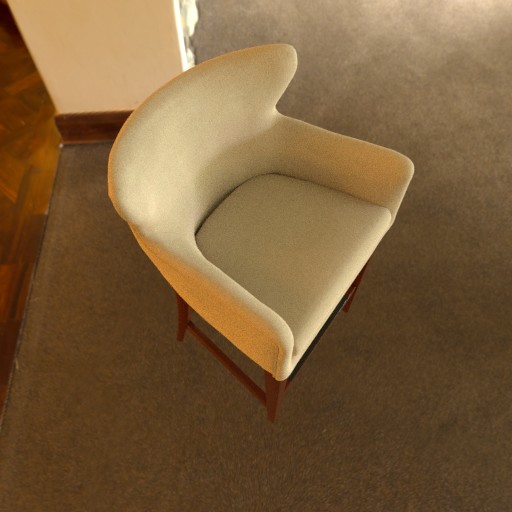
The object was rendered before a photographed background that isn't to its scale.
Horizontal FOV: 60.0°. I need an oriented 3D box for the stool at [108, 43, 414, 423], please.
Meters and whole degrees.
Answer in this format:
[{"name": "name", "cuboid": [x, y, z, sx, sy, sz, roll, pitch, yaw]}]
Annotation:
[{"name": "stool", "cuboid": [0.000, 0.000, 1.299, 0.570, 0.951, 0.601, 31, 63, 18]}]
